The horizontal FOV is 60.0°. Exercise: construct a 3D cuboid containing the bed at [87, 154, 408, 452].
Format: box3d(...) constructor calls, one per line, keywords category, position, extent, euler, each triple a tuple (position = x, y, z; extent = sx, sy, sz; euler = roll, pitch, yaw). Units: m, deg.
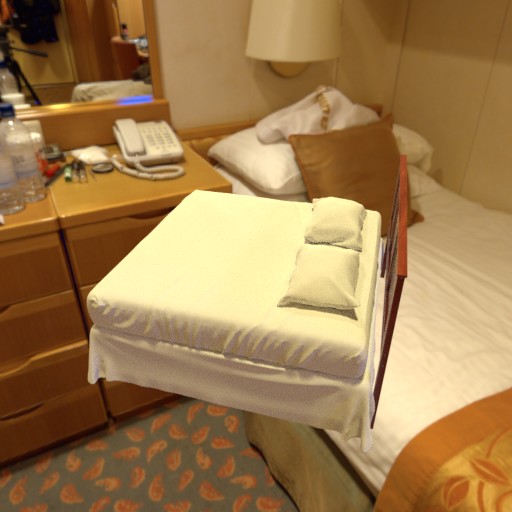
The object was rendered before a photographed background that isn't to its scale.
box3d(category="bed", position=(0.000, 0.000, 3.687), extent=(2.219, 1.271, 2.314), euler=(9, 32, 14))
